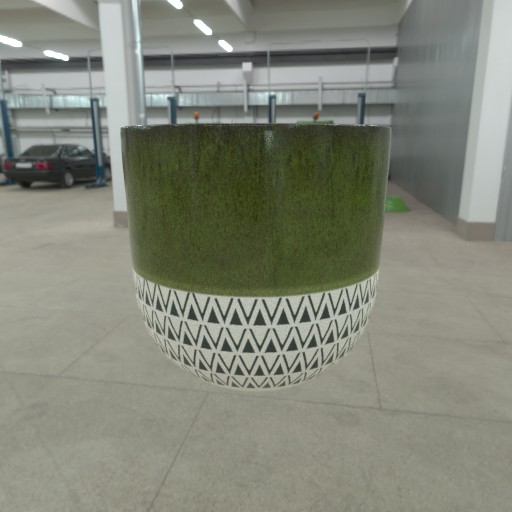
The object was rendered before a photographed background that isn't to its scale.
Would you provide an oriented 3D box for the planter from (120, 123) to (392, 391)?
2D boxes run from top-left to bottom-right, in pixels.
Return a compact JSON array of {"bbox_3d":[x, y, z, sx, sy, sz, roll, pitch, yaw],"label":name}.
[{"bbox_3d":[0.000,0.000,0.486,0.266,0.270,0.266,0,15,0],"label":"planter"}]
